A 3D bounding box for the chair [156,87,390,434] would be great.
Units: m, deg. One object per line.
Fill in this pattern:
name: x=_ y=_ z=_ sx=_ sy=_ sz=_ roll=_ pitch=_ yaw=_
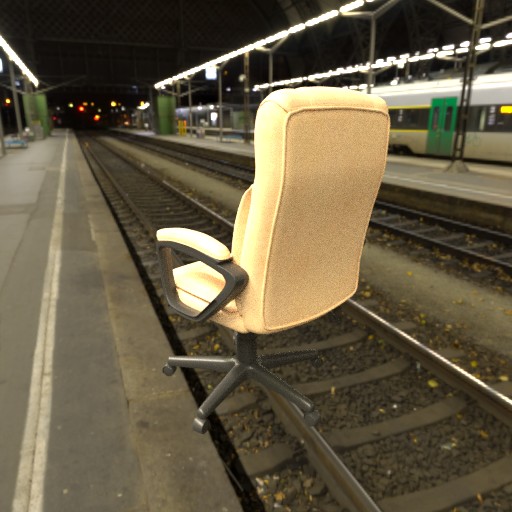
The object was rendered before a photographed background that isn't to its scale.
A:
chair: x=0.000 y=0.000 z=1.593 sx=0.667 sy=1.105 sz=0.724 roll=-15 pitch=23 yaw=-41
